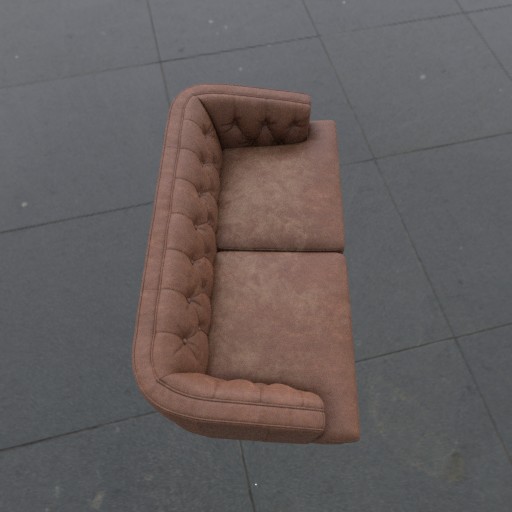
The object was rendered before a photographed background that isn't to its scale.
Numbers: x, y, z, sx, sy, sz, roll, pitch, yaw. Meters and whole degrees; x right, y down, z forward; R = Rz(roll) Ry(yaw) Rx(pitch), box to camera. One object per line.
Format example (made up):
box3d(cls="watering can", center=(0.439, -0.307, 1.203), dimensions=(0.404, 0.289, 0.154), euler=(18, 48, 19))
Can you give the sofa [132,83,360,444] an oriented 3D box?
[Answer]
box3d(cls="sofa", center=(0.000, 0.000, 2.267), dimensions=(0.914, 0.786, 1.755), euler=(1, 63, 1))
